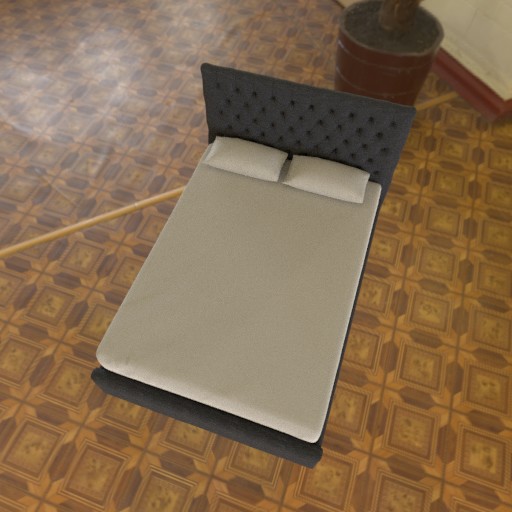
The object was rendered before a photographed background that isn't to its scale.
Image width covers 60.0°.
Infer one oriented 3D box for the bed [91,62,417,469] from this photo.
[{"bbox_3d":[0.000,0.000,3.355,1.698,1.427,2.387,16,59,10],"label":"bed"}]
